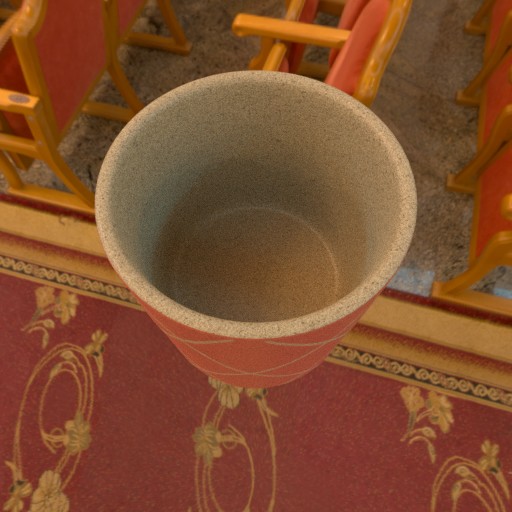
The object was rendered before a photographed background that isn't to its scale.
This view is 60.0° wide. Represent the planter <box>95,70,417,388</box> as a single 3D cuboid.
[{"bbox_3d":[0.000,0.000,0.419,0.227,0.235,0.227,0,63,0],"label":"planter"}]
